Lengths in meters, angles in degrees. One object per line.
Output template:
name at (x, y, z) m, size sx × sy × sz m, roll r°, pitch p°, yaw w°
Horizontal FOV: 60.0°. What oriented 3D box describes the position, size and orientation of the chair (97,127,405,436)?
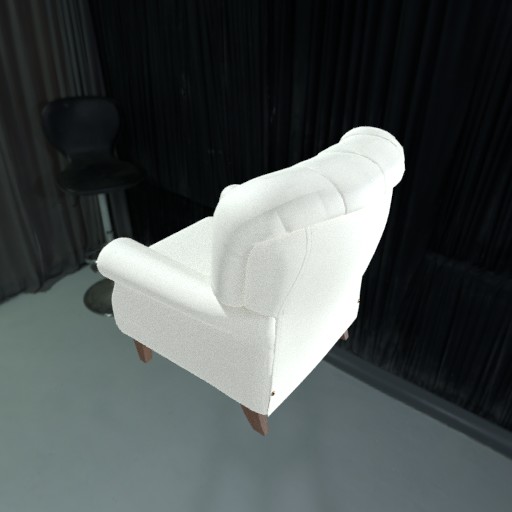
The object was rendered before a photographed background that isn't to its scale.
chair at (0.000, 0.000, 2.047) m, size 1.132 × 1.169 × 1.035 m, roll 21°, pitch 37°, yaw 31°
